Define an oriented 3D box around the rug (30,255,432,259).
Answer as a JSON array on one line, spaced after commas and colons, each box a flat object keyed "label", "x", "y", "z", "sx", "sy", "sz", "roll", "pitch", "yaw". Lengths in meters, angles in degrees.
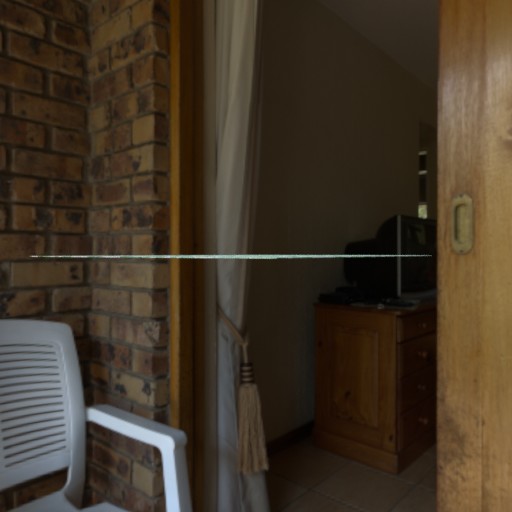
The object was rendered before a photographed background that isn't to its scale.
[{"label": "rug", "x": 0.000, "y": 0.000, "z": 4.204, "sx": 2.436, "sy": 0.007, "sz": 3.045, "roll": 0, "pitch": 0, "yaw": 36}]
